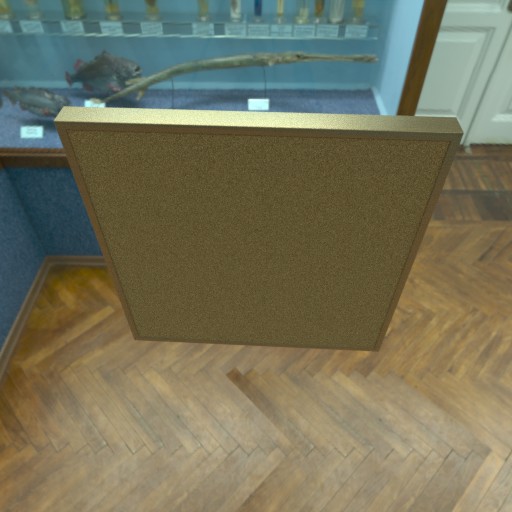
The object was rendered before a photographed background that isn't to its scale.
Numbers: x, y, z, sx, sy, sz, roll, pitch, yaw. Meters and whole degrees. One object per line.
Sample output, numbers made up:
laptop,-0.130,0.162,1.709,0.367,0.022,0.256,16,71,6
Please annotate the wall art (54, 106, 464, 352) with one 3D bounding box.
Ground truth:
wall art,0.000,0.000,0.741,0.505,0.505,0.037,2,47,2
